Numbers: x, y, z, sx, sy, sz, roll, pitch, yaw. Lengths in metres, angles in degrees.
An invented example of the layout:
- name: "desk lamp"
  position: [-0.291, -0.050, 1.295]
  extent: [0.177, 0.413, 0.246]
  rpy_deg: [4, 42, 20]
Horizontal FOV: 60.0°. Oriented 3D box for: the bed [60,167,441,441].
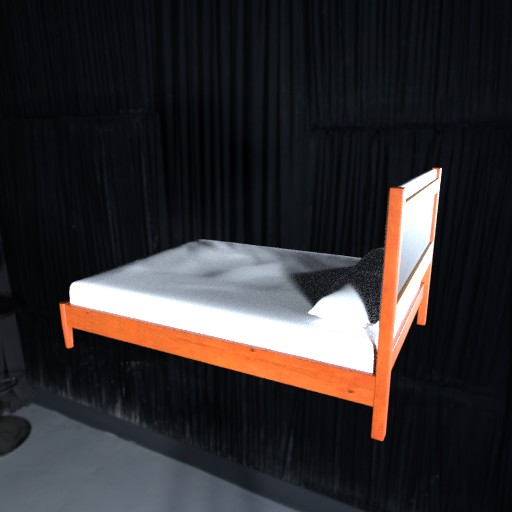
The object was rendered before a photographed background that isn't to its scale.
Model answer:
- name: "bed"
  position: [0.000, 0.000, 3.040]
  extent: [2.117, 1.165, 1.566]
  rpy_deg: [7, 16, 26]
